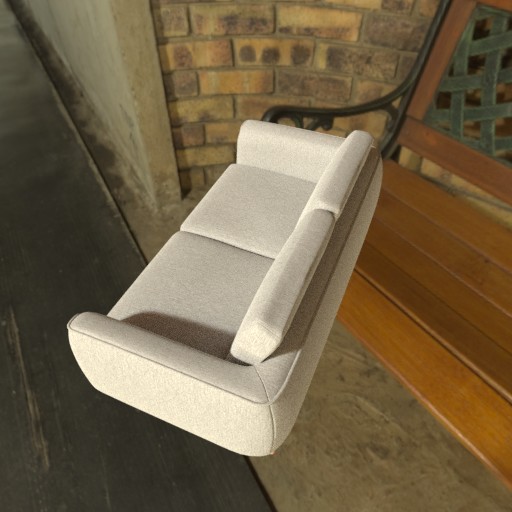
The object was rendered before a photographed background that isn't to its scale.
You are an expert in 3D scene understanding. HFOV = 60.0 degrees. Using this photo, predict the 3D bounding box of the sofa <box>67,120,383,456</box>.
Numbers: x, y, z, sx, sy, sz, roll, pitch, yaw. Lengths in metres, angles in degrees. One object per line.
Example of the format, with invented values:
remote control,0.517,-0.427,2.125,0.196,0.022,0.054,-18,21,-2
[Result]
sofa,0.000,0.000,2.198,0.920,0.850,1.700,17,49,16
